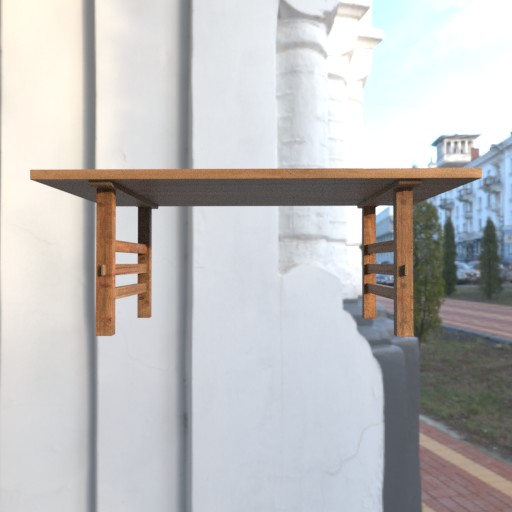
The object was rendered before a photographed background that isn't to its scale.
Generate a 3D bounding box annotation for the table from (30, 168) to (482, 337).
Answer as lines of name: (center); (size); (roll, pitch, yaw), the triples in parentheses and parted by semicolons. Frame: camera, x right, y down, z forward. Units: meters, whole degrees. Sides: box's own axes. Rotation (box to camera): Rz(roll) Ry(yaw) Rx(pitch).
table: (0.000, 0.000, 2.431); (2.003, 0.760, 0.952); (0, -1, 1)
